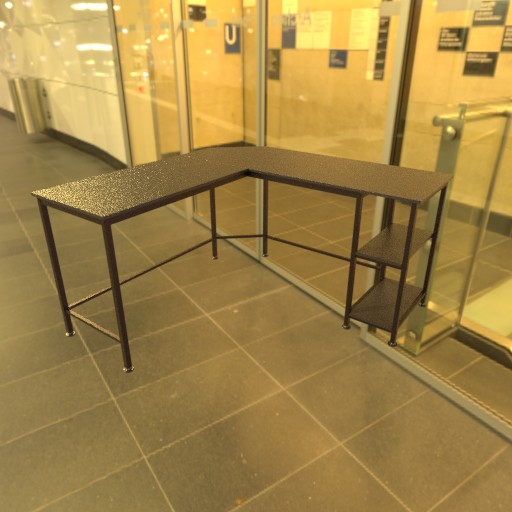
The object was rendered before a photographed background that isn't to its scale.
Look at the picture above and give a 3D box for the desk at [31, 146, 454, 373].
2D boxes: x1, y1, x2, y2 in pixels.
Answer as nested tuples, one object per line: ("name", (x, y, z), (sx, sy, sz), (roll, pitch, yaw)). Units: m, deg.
("desk", (0.000, 0.000, 2.186), (1.379, 0.739, 1.379), (18, 31, 33))
